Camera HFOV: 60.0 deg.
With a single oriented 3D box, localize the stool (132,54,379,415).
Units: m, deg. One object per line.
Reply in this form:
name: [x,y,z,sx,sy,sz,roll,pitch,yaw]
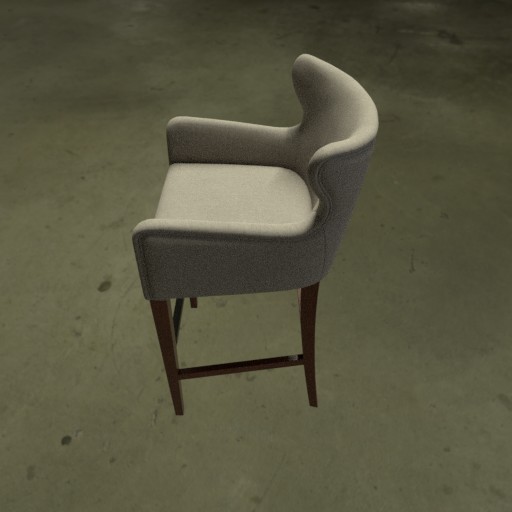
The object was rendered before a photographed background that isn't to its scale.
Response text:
stool: [0.000,0.000,1.400,0.575,1.047,0.575,0,43,0]
